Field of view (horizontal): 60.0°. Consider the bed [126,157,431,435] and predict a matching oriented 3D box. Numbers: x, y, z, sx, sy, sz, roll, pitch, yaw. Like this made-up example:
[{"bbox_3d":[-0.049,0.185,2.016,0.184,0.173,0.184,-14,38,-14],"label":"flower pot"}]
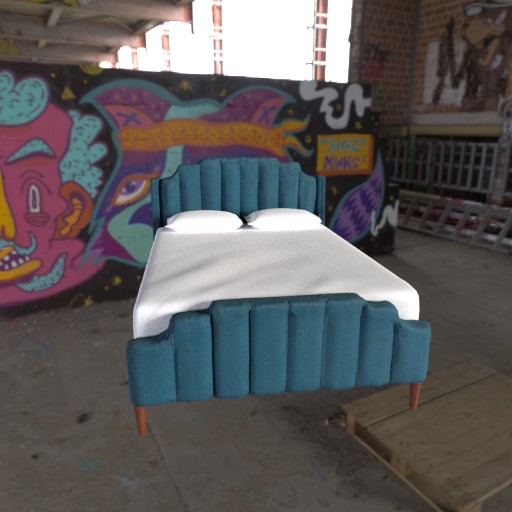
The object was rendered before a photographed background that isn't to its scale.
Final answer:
[{"bbox_3d":[0.000,0.000,3.369,1.676,1.351,2.322,-2,16,-8],"label":"bed"}]
